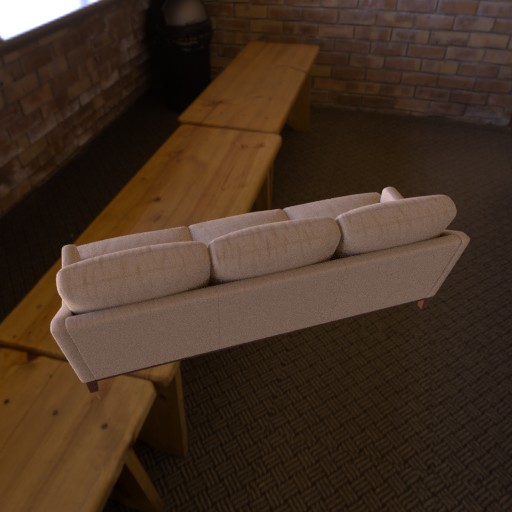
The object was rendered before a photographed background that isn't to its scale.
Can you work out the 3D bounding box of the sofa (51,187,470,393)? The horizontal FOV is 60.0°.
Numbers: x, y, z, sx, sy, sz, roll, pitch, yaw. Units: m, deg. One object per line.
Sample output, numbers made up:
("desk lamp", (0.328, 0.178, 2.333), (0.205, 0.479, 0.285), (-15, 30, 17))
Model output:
("sofa", (0.000, 0.000, 2.815), (2.321, 0.913, 1.000), (-12, 43, -13))
